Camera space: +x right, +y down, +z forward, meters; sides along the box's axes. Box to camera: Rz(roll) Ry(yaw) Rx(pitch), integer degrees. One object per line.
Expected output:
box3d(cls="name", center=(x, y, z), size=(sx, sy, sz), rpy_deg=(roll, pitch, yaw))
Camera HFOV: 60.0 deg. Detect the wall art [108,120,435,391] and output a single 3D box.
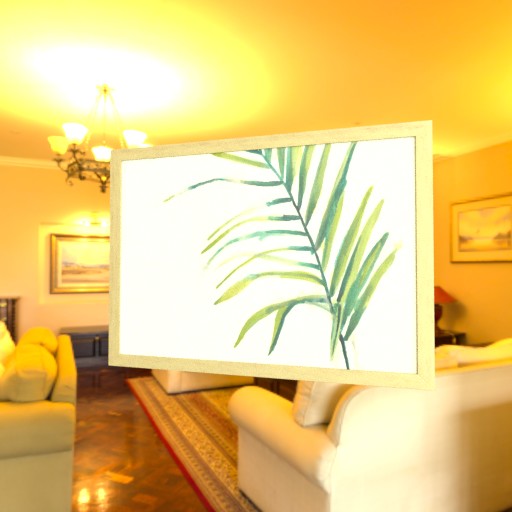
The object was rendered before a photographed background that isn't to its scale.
box3d(cls="wall art", center=(0.000, 0.000, 0.716), size=(0.532, 0.380, 0.032), rpy_deg=(0, -2, 17))
